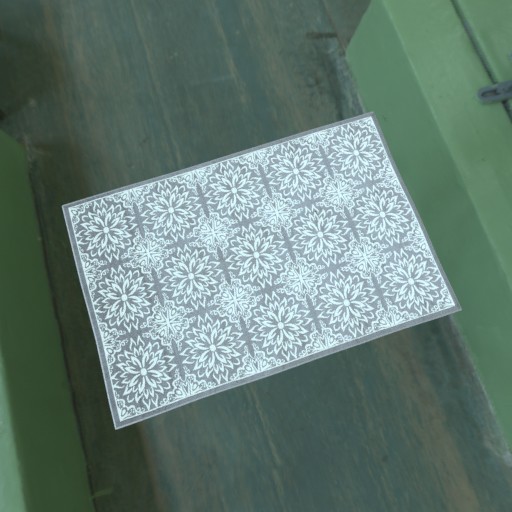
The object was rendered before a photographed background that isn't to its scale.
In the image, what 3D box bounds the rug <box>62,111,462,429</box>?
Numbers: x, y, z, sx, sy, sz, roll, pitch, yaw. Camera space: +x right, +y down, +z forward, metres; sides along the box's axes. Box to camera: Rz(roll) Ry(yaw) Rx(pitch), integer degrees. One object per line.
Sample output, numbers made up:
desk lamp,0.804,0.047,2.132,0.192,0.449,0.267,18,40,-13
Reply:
rug,0.000,0.000,3.521,2.746,0.018,1.819,-18,76,-4
